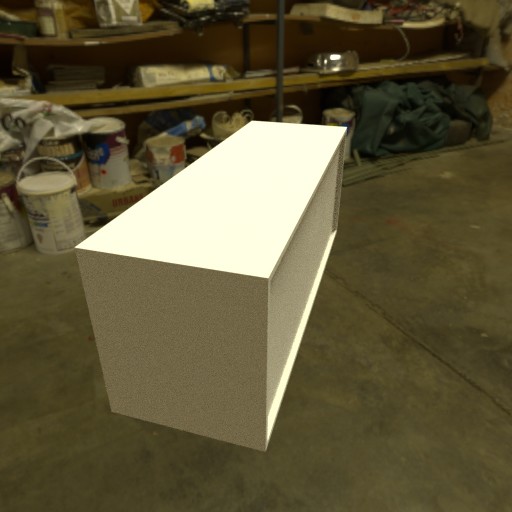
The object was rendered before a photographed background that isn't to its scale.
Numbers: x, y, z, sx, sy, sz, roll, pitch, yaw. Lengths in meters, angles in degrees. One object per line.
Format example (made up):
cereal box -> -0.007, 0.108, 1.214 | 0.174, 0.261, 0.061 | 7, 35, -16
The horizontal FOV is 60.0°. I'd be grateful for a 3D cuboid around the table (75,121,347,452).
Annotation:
table -> 0.000, 0.000, 1.861 | 0.508, 0.769, 1.500 | 8, 30, 15
